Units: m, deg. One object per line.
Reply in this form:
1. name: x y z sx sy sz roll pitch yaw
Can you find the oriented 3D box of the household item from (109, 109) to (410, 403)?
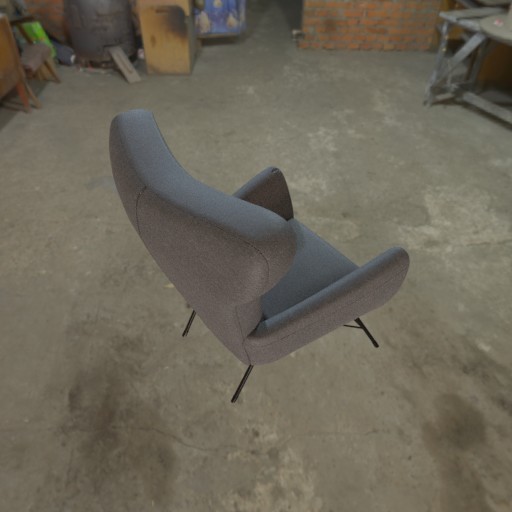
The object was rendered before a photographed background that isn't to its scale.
1. household item: 0.000 0.000 1.789 0.900 1.050 0.980 -25 47 -26
